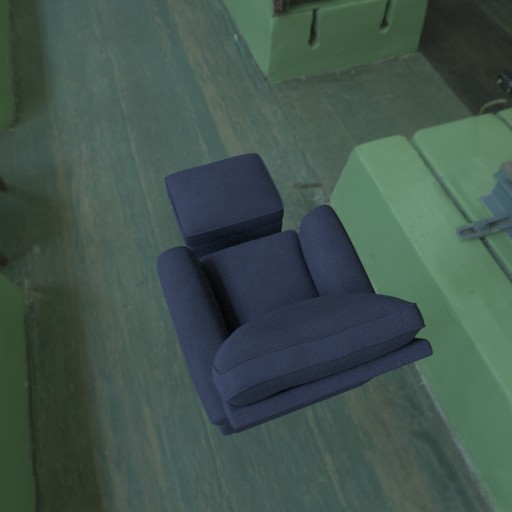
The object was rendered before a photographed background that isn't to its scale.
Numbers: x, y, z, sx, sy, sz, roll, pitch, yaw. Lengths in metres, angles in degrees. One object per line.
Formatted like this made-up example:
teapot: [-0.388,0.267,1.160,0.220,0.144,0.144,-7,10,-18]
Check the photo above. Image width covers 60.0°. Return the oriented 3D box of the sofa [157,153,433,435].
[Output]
sofa: [0.000,0.000,2.007,0.880,0.959,1.478,-17,60,-10]
